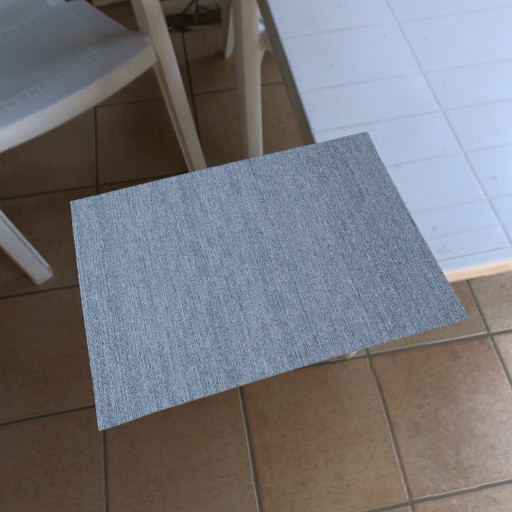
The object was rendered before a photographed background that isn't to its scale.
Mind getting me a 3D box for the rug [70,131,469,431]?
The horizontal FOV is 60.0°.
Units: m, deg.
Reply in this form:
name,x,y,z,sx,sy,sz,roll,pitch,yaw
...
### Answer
name,x,y,z,sx,sy,sz,roll,pitch,yaw
rug,0.000,0.000,2.996,2.338,0.030,1.616,-15,64,-7
